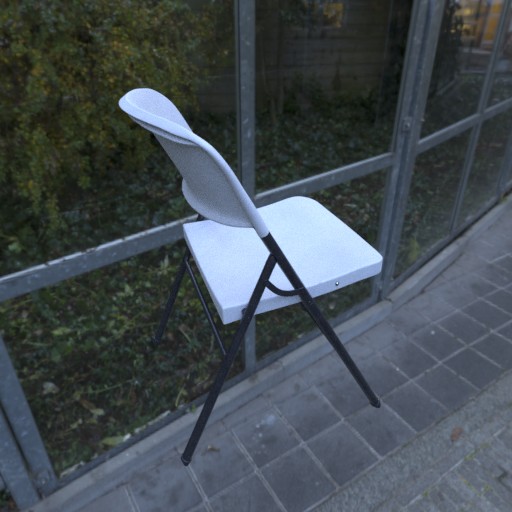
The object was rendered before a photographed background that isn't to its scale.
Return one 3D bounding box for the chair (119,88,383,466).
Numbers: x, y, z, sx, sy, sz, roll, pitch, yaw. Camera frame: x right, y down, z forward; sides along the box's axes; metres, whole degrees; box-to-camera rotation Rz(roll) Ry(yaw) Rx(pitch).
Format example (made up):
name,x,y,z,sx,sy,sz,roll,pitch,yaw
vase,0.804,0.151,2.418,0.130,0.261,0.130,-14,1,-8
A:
name,x,y,z,sx,sy,sz,roll,pitch,yaw
chair,0.000,0.000,1.145,0.566,0.810,0.494,-10,31,-17
